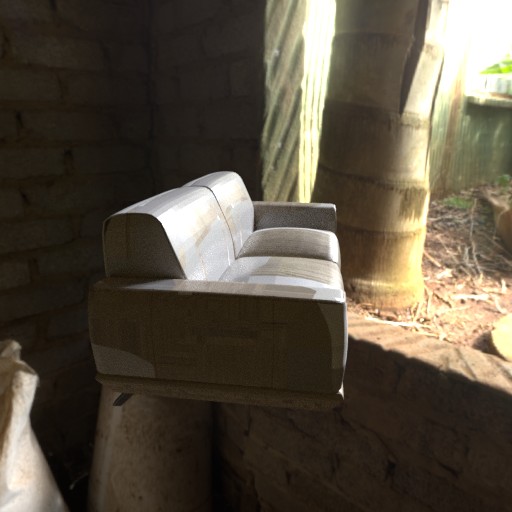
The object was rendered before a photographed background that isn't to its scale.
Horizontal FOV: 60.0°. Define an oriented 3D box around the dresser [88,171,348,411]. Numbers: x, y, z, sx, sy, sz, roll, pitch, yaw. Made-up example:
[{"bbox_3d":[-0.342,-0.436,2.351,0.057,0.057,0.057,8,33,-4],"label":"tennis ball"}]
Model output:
[{"bbox_3d":[0.000,0.000,5.820,2.251,1.863,4.679,2,16,8],"label":"dresser"}]
